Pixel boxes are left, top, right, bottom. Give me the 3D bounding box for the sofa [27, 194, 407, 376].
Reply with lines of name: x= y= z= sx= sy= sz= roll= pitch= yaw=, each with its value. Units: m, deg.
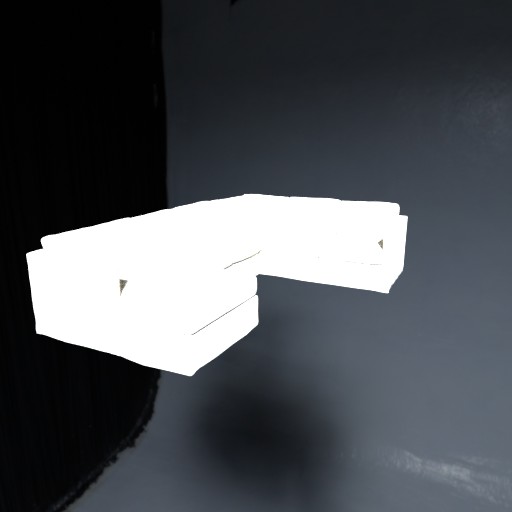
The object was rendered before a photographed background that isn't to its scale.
sofa: x=0.000 y=0.000 z=4.555 sx=2.448 sy=0.882 sz=3.464 roll=7 pitch=16 yaw=26
